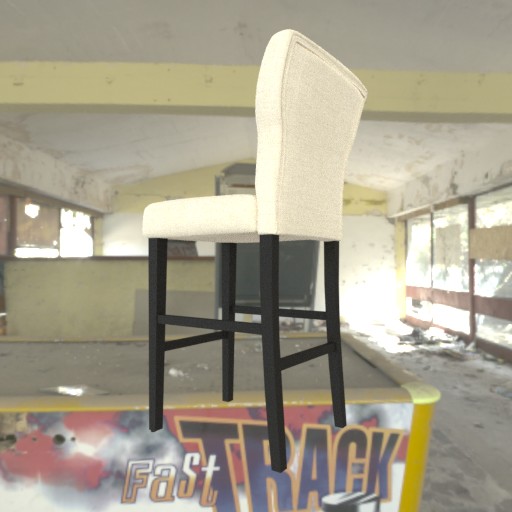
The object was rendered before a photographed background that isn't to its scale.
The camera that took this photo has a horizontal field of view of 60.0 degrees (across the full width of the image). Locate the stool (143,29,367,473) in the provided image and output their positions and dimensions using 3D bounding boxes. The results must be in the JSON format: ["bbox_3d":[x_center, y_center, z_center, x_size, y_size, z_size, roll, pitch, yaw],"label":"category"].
[{"bbox_3d":[0.000,0.000,1.436,0.603,1.124,0.516,-1,-1,35],"label":"stool"}]
